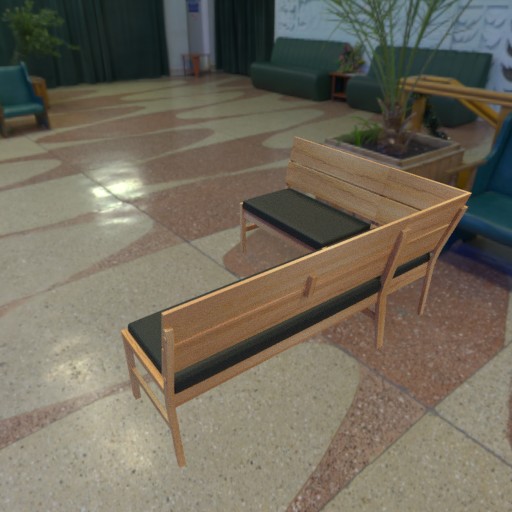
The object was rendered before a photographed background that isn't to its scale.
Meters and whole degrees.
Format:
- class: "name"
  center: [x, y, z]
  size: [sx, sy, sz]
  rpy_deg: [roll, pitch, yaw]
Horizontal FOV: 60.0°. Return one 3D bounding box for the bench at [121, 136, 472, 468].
- class: "bench"
  center: [0.000, 0.000, 2.811]
  size: [1.948, 0.890, 1.548]
  rpy_deg: [-20, 35, -31]
